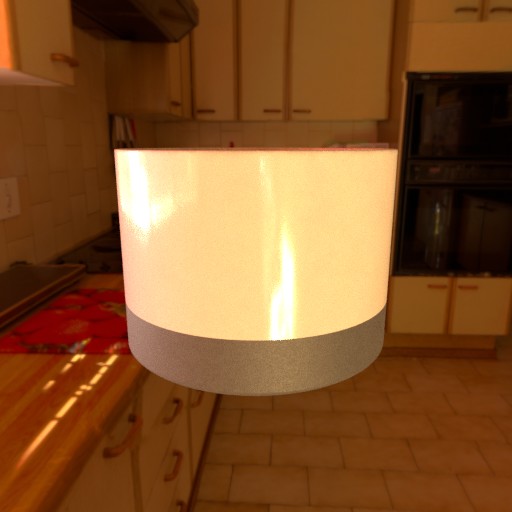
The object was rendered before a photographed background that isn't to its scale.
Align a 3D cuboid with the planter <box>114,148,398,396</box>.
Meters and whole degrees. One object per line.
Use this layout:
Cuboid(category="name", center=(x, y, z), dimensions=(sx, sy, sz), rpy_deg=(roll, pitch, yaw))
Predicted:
Cuboid(category="planter", center=(0.000, 0.000, 0.223), dimensions=(0.128, 0.105, 0.128), rpy_deg=(0, 14, 0))
